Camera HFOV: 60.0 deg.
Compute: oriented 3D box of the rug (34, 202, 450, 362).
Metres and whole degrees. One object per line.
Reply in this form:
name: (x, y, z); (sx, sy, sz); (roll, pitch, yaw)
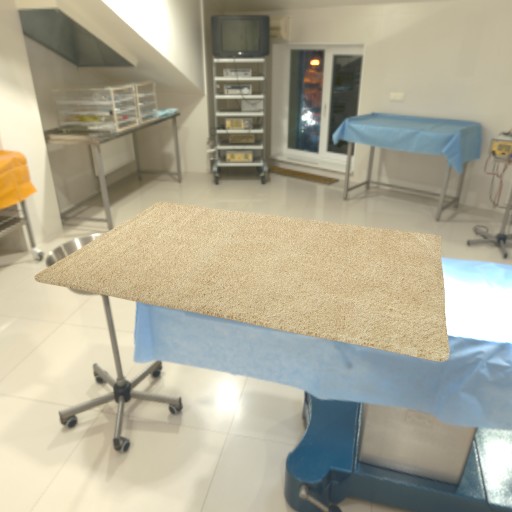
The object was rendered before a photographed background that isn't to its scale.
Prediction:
rug: (0.000, 0.000, 2.957); (2.349, 0.025, 1.500); (9, 27, 17)
